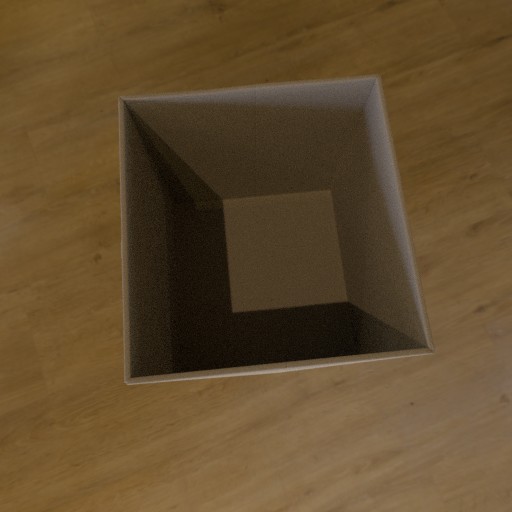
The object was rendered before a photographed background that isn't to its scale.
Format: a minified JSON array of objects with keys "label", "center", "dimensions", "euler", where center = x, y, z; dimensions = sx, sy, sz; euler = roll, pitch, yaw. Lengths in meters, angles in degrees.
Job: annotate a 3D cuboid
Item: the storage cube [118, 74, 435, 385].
[{"label":"storage cube","center":[0.000,0.000,0.523],"dimensions":[0.270,0.280,0.270],"euler":[-5,75,-1]}]
